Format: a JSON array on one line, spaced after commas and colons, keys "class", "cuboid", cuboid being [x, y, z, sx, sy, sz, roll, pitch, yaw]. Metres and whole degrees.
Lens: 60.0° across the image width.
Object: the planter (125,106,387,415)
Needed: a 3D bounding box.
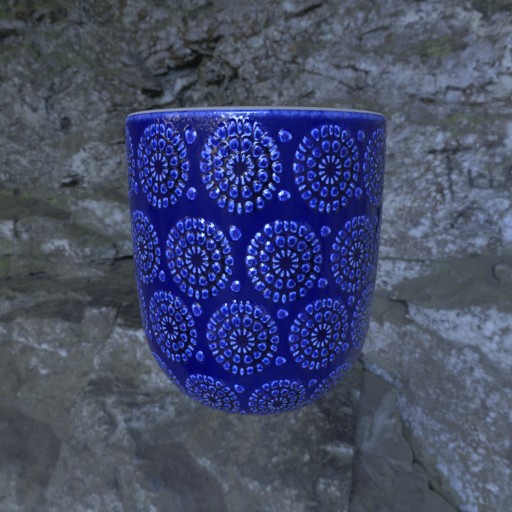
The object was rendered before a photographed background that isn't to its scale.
[{"class": "planter", "cuboid": [0.000, 0.000, 0.344, 0.184, 0.206, 0.184, 0, 14, 0]}]
